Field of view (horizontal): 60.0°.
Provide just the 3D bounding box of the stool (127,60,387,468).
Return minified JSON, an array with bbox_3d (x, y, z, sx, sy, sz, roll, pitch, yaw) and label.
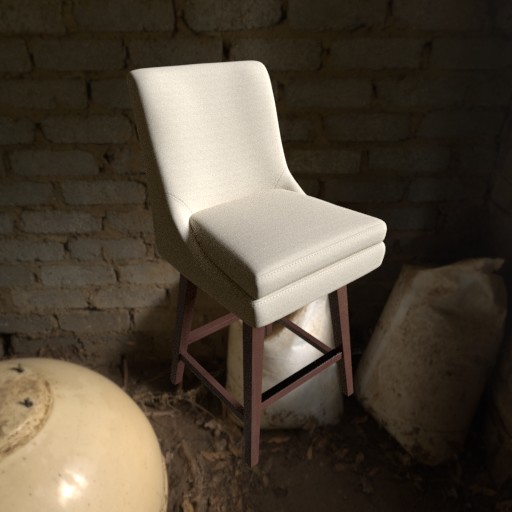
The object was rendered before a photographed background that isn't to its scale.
[{"bbox_3d":[0.000,0.000,1.284,0.483,0.991,0.559,-22,35,-34],"label":"stool"}]
